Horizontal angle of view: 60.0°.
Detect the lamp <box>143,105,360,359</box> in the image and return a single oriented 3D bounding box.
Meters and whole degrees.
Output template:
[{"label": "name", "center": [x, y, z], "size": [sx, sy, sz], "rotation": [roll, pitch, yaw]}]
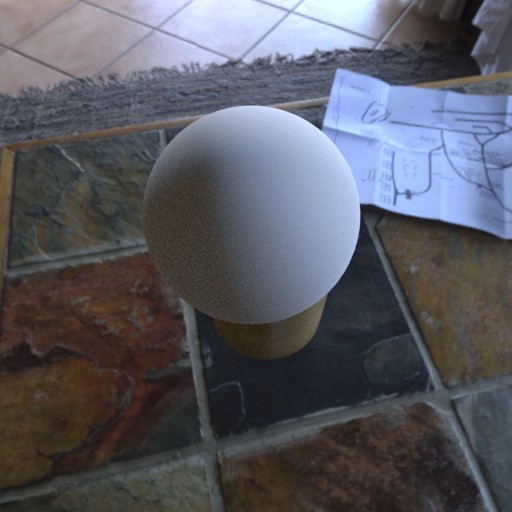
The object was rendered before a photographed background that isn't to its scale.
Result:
[{"label": "lamp", "center": [0.000, 0.000, 0.344], "size": [0.141, 0.250, 0.152], "rotation": [29, 62, 17]}]
